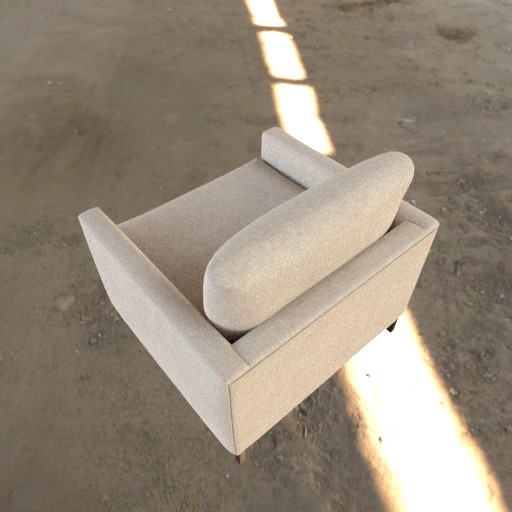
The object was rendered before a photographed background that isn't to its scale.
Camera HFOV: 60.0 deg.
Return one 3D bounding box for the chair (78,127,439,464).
[{"bbox_3d":[0.000,0.000,1.662,0.963,0.861,0.866,-31,53,-27],"label":"chair"}]
